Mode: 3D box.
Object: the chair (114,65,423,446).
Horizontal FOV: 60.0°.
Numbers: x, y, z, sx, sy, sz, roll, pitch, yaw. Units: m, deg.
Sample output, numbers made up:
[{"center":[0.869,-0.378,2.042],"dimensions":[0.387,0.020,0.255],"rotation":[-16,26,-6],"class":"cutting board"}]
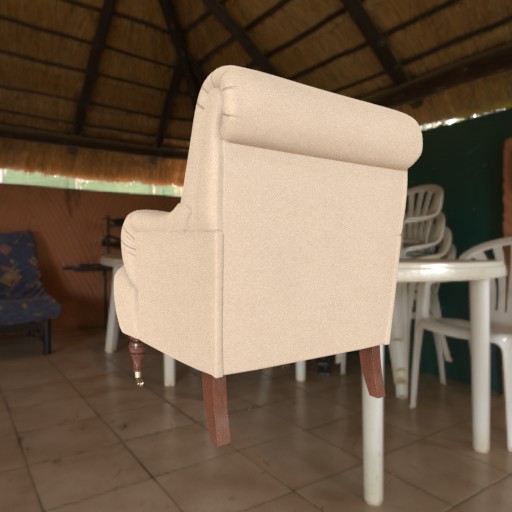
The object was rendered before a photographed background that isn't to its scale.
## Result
[{"center":[0.000,0.000,1.530],"dimensions":[0.766,0.942,0.842],"rotation":[-1,1,-35],"class":"chair"}]
